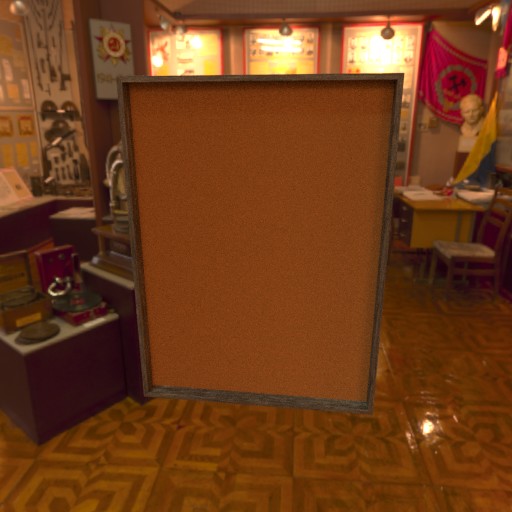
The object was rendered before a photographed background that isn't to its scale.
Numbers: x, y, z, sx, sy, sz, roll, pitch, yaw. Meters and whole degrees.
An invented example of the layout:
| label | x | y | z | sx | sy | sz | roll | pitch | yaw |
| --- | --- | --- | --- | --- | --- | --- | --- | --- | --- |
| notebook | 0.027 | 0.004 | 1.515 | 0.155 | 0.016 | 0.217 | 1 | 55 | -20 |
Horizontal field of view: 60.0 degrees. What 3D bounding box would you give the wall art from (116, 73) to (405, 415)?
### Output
| label | x | y | z | sx | sy | sz | roll | pitch | yaw |
| --- | --- | --- | --- | --- | --- | --- | --- | --- | --- |
| wall art | 0.000 | 0.000 | 1.343 | 0.762 | 1.016 | 0.063 | 2 | 18 | 7 |
